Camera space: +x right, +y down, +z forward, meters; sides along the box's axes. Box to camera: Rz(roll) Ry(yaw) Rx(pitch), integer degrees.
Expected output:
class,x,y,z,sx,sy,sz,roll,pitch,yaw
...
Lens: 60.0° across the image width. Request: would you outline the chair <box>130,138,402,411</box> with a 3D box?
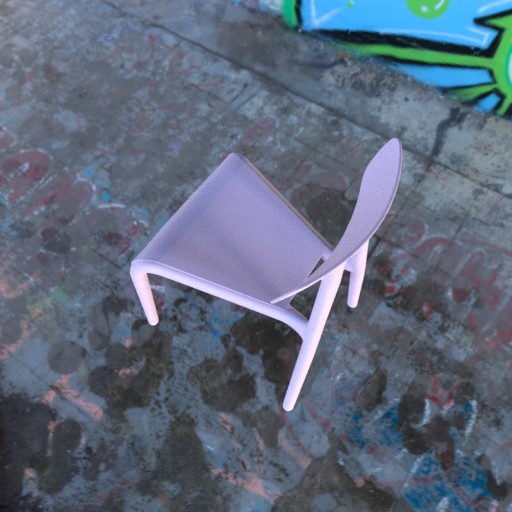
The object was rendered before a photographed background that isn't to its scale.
class,x,y,z,sx,sy,sz,roll,pitch,yaw
chair,0.000,0.000,0.838,0.401,0.580,0.356,31,67,15
